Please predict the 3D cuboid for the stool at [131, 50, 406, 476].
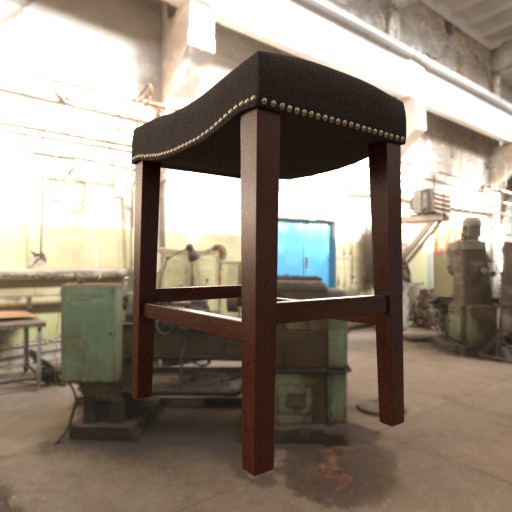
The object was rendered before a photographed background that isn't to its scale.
[{"bbox_3d":[0.000,0.000,0.950,0.372,0.654,0.504,1,-1,-37],"label":"stool"}]
